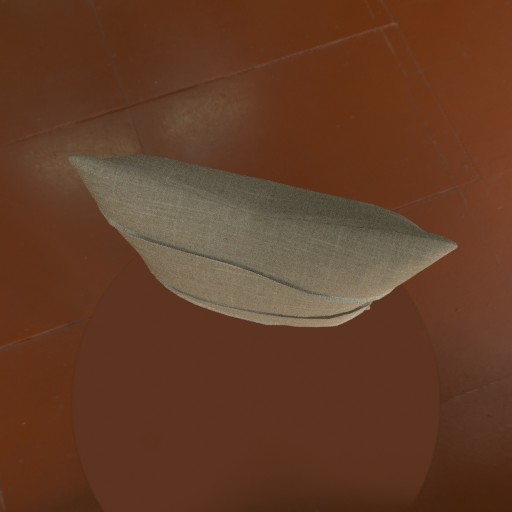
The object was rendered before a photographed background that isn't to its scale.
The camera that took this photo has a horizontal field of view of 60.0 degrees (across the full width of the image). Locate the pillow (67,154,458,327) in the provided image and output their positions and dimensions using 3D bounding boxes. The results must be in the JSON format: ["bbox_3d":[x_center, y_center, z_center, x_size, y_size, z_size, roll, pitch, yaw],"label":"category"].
[{"bbox_3d":[0.000,0.000,0.638,0.424,0.400,0.169,13,75,4],"label":"pillow"}]
